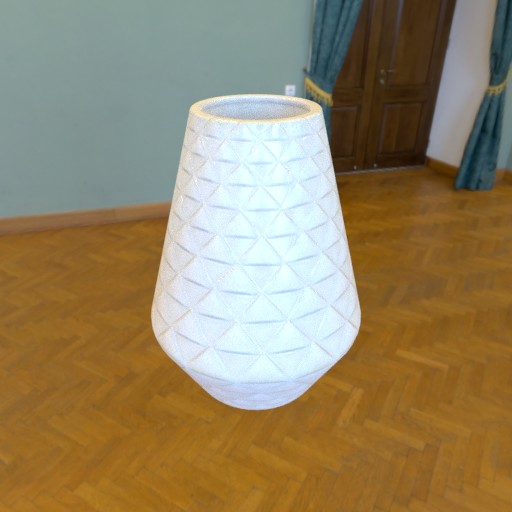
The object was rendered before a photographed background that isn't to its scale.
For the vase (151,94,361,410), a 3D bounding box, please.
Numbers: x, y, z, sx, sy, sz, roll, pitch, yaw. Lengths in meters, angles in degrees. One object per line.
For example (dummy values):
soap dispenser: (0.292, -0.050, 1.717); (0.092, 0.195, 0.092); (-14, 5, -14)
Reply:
vase: (0.000, 0.000, 0.353); (0.175, 0.230, 0.175); (0, 30, 0)
